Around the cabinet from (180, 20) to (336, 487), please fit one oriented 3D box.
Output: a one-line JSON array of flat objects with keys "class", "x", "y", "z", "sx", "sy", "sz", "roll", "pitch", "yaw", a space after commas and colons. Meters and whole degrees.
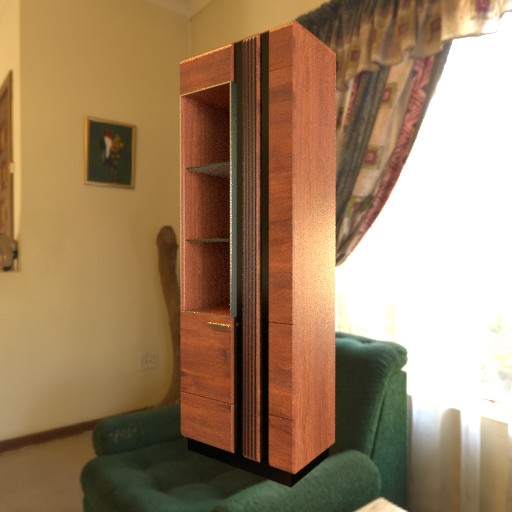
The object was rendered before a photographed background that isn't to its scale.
[{"class": "cabinet", "x": 0.000, "y": 0.000, "z": 2.203, "sx": 0.660, "sy": 1.980, "sz": 0.420, "roll": 1, "pitch": 1, "yaw": 36}]
